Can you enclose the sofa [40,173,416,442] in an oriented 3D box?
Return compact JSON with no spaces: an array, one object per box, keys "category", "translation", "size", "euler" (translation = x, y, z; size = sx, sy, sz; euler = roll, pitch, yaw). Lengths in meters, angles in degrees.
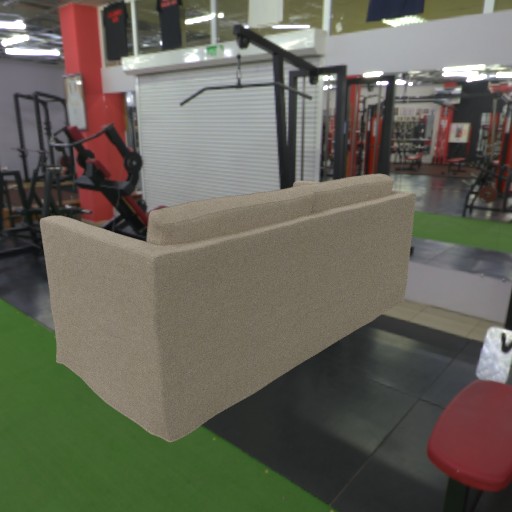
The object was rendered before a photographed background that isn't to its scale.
[{"category":"sofa","translation":[0.000,0.000,2.486],"size":[0.956,0.847,1.987],"euler":[15,22,41]}]
